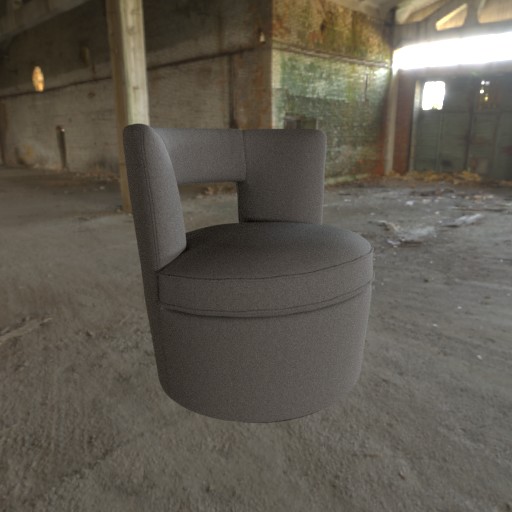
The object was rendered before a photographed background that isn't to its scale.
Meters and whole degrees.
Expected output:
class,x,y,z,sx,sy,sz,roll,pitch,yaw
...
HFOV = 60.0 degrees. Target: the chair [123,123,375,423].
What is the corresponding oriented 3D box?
class,x,y,z,sx,sy,sz,roll,pitch,yaw
chair,0.000,0.000,1.276,0.660,0.719,0.689,14,20,42
